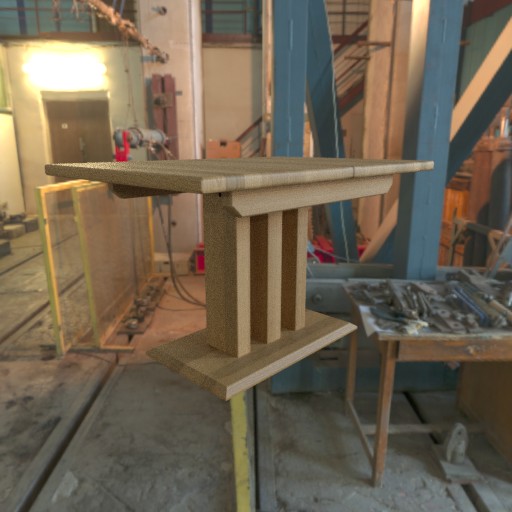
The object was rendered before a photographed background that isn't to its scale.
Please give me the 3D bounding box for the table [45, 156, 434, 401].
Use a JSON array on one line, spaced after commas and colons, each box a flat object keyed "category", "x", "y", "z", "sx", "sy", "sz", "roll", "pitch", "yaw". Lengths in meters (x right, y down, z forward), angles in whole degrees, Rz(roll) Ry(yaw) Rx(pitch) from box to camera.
[{"category": "table", "x": 0.000, "y": 0.000, "z": 1.861, "sx": 0.900, "sy": 0.770, "sz": 1.300, "roll": 13, "pitch": 20, "yaw": 42}]
